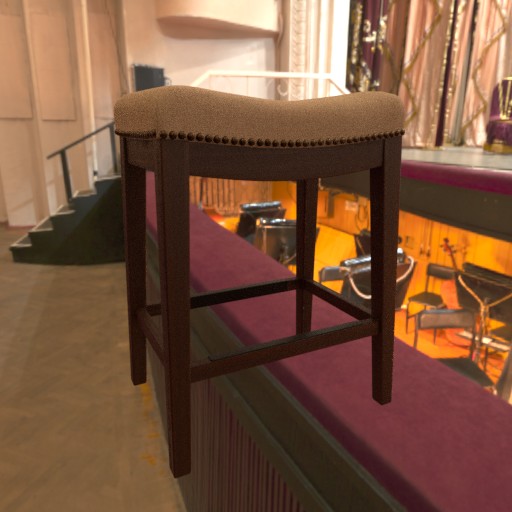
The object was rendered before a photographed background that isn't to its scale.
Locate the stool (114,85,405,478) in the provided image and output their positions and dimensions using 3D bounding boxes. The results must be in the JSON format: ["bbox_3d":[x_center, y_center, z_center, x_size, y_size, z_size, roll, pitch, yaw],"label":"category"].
[{"bbox_3d":[0.000,0.000,0.959,0.509,0.669,0.363,-8,18,-26],"label":"stool"}]
